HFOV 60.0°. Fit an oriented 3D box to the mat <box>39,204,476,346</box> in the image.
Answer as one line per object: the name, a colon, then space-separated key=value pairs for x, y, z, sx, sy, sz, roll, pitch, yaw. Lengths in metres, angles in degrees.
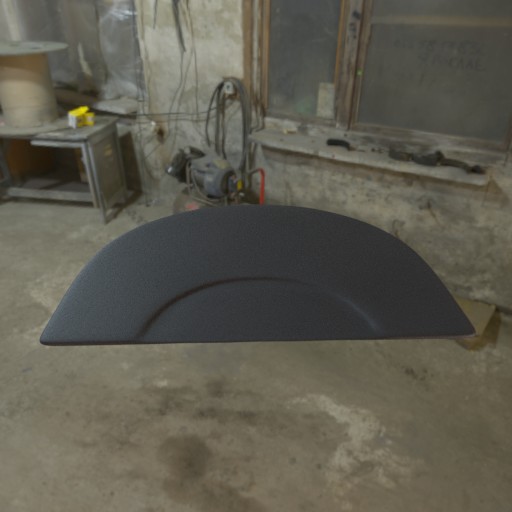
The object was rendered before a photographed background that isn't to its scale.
mat: x=0.000 y=0.000 z=1.602 sx=1.220 sy=0.016 sz=0.917 roll=-1 pitch=30 yaw=-1
